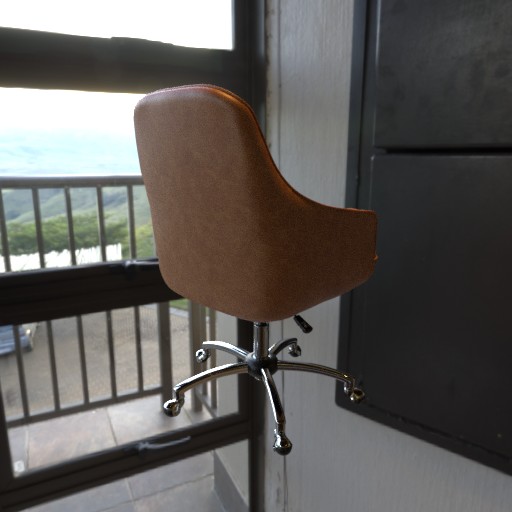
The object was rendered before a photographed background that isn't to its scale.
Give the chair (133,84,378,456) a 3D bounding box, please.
[{"bbox_3d":[0.000,0.000,1.348,0.615,0.909,0.628,-12,18,-43],"label":"chair"}]
